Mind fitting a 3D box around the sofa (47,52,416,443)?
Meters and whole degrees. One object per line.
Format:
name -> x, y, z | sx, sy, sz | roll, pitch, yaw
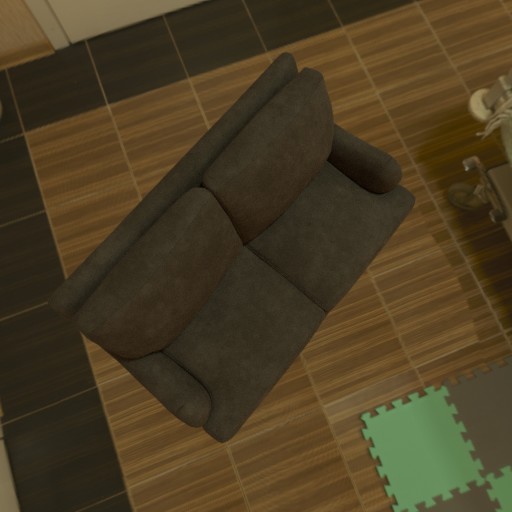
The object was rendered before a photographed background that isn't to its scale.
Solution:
sofa -> 0.000, 0.000, 2.563 | 1.084, 1.101, 1.853 | 39, 79, 9
